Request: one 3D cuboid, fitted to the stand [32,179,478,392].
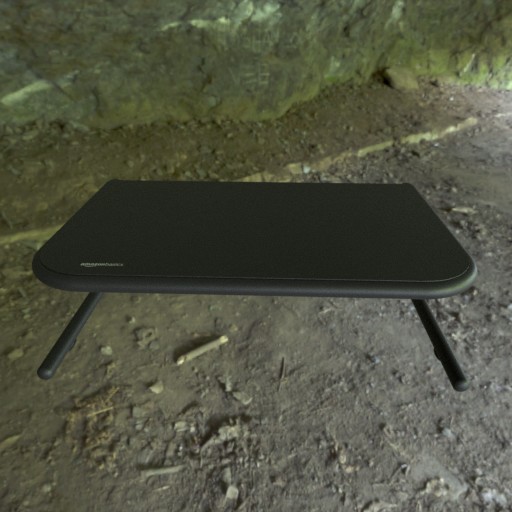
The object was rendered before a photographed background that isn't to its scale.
[{"bbox_3d":[0.000,0.000,0.476,0.370,0.108,0.280,1,29,2],"label":"stand"}]
